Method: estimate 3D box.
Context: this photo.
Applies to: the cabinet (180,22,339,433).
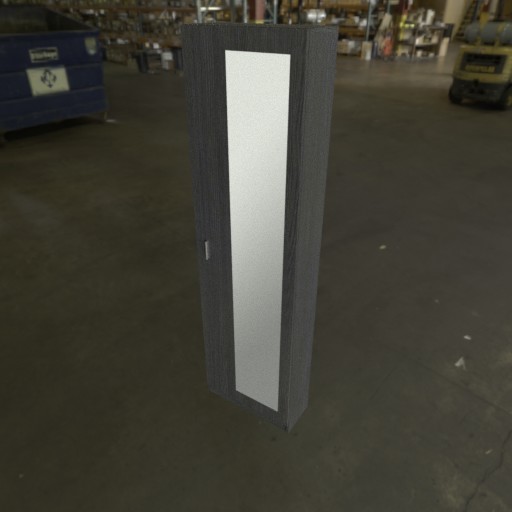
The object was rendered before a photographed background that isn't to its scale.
[{"bbox_3d":[0.000,0.000,1.936,0.500,1.790,0.230,18,35,29],"label":"cabinet"}]
